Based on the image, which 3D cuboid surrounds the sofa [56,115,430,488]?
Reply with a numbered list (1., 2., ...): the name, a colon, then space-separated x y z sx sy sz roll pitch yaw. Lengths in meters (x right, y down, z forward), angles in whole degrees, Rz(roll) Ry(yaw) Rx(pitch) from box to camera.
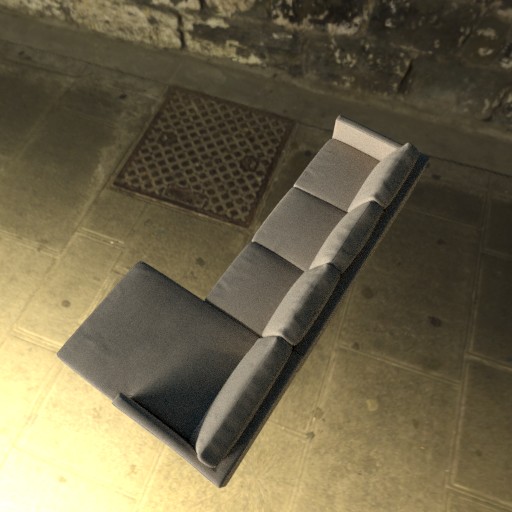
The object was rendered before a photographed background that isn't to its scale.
1. sofa: 0.000 0.000 3.791 1.625 0.846 3.186 31 68 15
